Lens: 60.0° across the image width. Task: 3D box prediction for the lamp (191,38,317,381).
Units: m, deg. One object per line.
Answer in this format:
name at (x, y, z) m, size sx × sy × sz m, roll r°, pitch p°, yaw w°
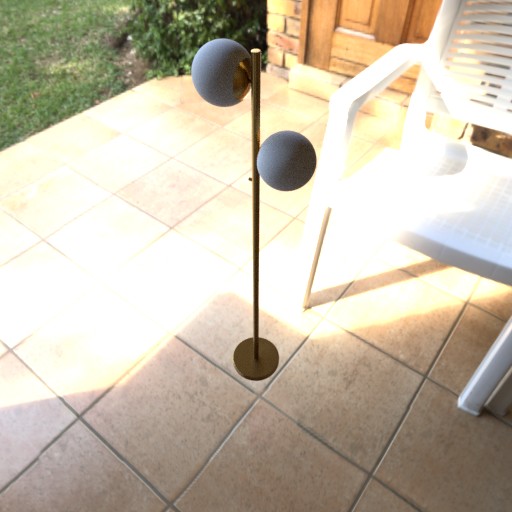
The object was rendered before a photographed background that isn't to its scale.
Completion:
lamp at (0.000, 0.000, 1.809) m, size 0.419 × 1.641 × 0.249 m, roll 24°, pitch 51°, yaw 21°
